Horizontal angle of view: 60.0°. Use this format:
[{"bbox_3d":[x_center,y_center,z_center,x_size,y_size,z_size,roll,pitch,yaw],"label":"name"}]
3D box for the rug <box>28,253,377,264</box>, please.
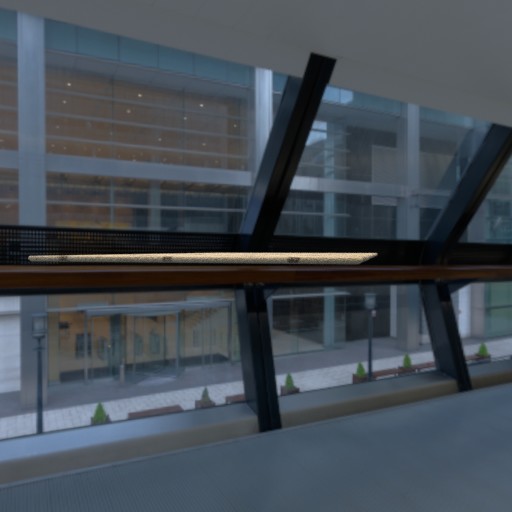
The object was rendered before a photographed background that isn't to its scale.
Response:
[{"bbox_3d":[0.000,0.000,2.946,1.501,0.024,2.348,0,1,17],"label":"rug"}]
